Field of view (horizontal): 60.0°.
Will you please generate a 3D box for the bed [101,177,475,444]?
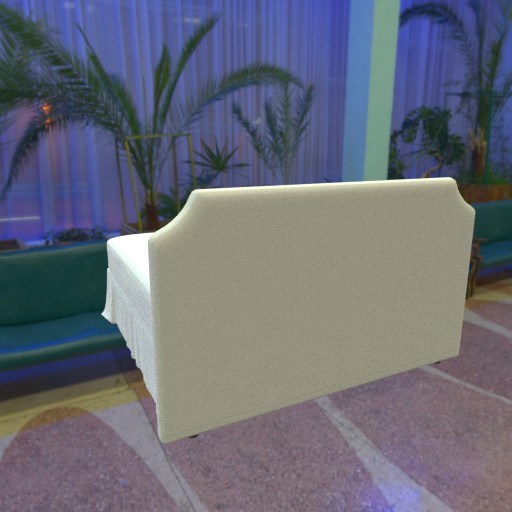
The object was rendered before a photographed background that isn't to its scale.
[{"bbox_3d":[0.000,0.000,3.484,2.160,1.301,2.204,-7,16,-26],"label":"bed"}]
